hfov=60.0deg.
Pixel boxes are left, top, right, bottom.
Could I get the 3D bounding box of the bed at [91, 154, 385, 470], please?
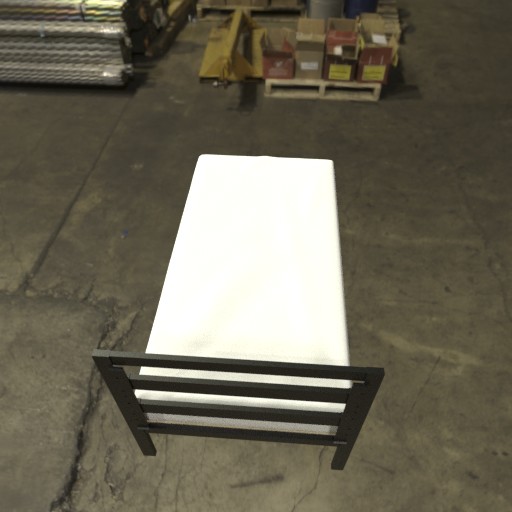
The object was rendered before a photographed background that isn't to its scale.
[{"bbox_3d":[0.000,0.000,2.489,0.991,0.967,1.930,3,47,3],"label":"bed"}]
